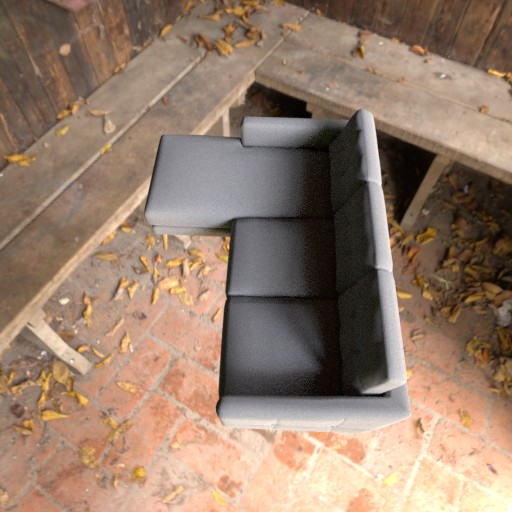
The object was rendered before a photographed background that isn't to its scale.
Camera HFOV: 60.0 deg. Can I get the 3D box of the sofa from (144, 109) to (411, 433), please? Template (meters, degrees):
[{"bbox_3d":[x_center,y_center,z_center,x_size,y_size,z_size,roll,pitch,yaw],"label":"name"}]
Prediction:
[{"bbox_3d":[0.000,0.000,2.766,1.530,0.860,2.040,2,59,1],"label":"sofa"}]
